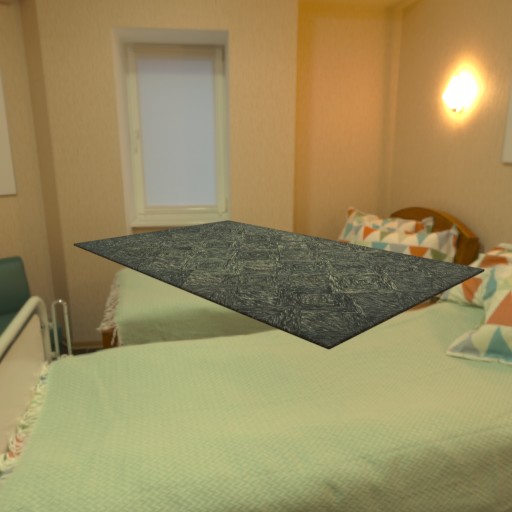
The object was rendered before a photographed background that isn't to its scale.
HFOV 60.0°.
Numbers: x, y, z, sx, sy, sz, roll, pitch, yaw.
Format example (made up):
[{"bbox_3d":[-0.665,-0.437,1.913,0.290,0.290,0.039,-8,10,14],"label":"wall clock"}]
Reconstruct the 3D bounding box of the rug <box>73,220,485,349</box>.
[{"bbox_3d":[0.000,0.000,2.915,1.478,0.017,2.330,-13,19,-42],"label":"rug"}]
